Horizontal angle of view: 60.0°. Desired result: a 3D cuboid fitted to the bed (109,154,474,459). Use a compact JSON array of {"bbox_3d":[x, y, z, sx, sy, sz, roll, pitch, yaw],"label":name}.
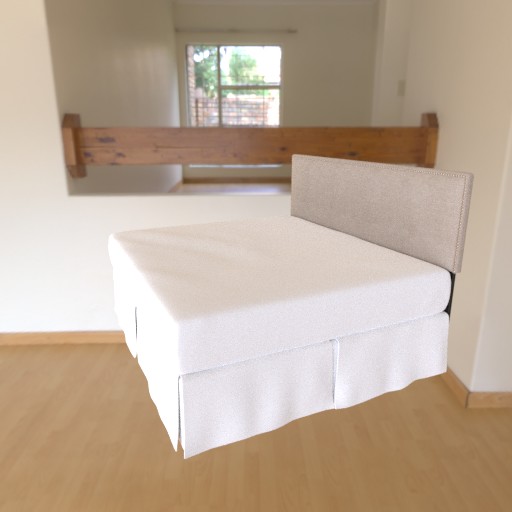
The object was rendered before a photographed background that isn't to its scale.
[{"bbox_3d":[0.000,0.000,3.346,1.914,1.346,2.170,-8,18,-25],"label":"bed"}]
